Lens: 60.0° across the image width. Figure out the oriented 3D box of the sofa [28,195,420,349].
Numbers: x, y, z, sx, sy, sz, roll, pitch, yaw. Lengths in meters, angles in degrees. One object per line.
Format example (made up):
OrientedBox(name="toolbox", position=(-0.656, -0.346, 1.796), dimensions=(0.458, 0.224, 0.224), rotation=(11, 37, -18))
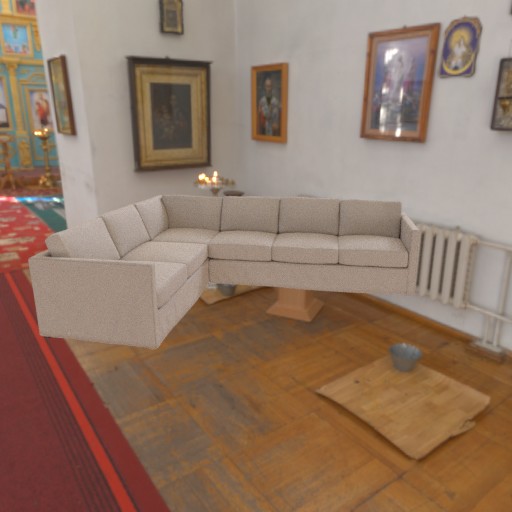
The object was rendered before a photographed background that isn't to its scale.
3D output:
OrientedBox(name="sofa", position=(0.000, 0.000, 4.376), dimensions=(3.182, 0.871, 2.432), rotation=(3, 17, 9))
